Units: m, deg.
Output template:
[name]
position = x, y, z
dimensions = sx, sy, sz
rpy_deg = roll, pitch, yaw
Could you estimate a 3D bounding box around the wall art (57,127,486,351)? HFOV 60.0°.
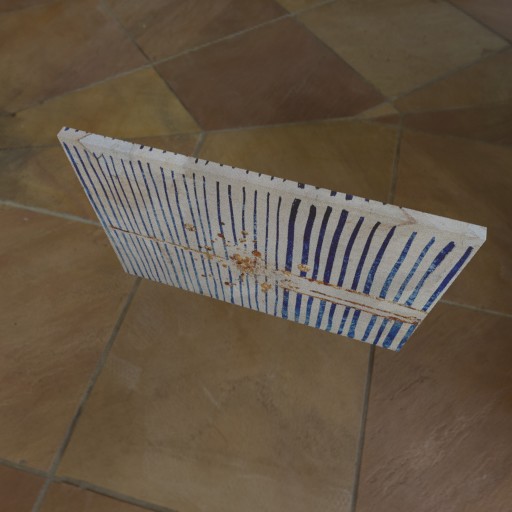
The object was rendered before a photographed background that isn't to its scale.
[wall art]
position = 0.000, 0.000, 1.461
dimensions = 1.143, 0.757, 0.038
rpy_deg = 15, 59, 9
